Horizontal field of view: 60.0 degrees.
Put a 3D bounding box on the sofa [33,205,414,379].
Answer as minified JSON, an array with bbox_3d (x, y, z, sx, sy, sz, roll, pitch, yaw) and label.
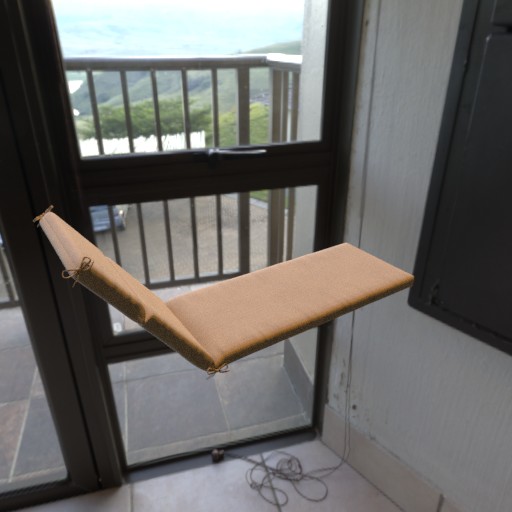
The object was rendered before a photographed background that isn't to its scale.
[{"bbox_3d":[0.000,0.000,1.987,1.663,0.622,0.582,-16,31,-30],"label":"sofa"}]
